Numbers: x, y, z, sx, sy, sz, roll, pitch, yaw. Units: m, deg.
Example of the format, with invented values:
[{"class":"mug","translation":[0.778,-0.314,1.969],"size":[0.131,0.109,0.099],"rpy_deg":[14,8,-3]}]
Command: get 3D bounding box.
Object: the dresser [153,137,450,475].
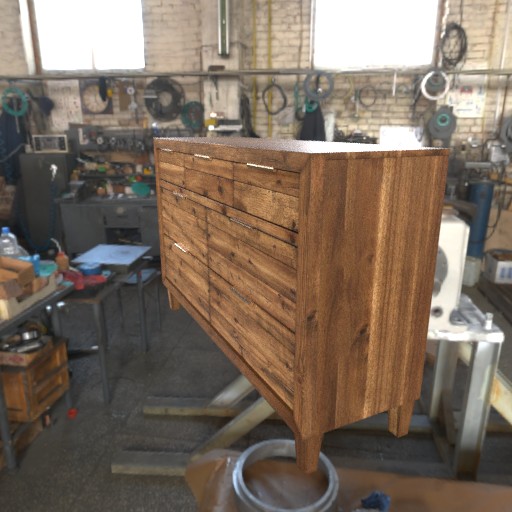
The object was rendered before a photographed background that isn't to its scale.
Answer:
[{"class":"dresser","translation":[0.000,0.000,1.783],"size":[0.438,0.892,1.387],"rpy_deg":[-8,18,-26]}]
